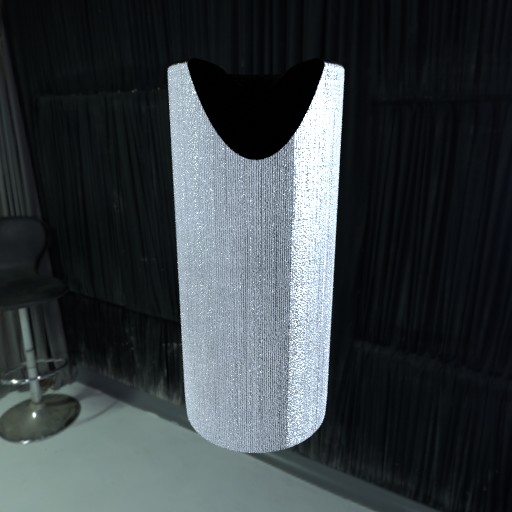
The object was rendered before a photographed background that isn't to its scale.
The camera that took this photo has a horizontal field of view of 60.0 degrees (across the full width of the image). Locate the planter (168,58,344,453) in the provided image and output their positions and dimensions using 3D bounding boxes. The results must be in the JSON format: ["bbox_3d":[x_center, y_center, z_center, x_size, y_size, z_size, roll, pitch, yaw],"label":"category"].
[{"bbox_3d":[0.000,0.000,0.130,0.045,0.103,0.045,8,19,25],"label":"planter"}]
